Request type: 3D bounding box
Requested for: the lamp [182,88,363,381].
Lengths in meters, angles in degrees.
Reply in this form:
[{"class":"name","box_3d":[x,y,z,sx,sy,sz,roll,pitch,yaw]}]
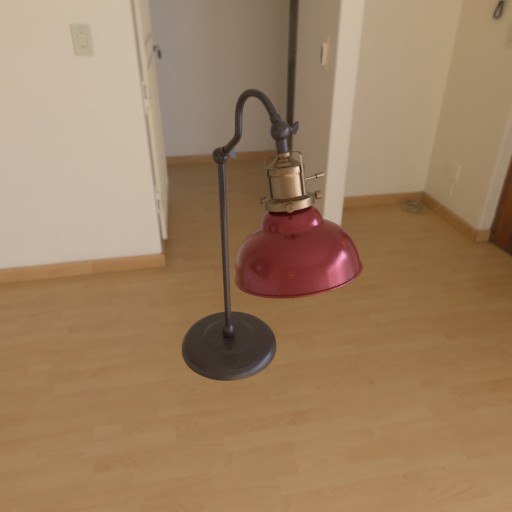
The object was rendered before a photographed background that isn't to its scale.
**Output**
[{"class":"lamp","box_3d":[0.000,0.000,0.711,0.192,0.508,0.374,-21,36,-31]}]
